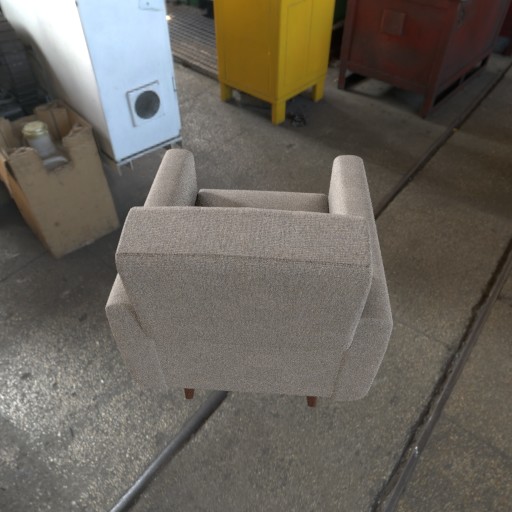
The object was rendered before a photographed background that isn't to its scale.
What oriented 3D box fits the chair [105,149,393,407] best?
[{"bbox_3d":[0.000,0.000,1.640,0.845,0.968,0.942,3,46,3],"label":"chair"}]
